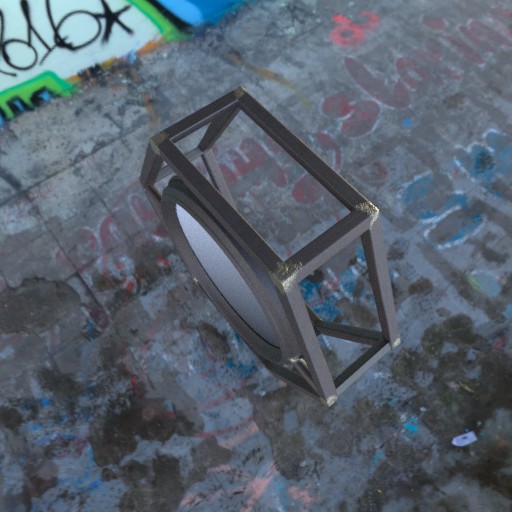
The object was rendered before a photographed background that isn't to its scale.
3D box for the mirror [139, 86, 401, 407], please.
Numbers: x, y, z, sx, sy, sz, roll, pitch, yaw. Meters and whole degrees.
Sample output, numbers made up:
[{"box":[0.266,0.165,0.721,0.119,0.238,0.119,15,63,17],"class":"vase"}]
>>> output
[{"box":[0.000,0.000,0.557,0.119,0.334,0.380,-36,68,-17],"class":"mirror"}]
